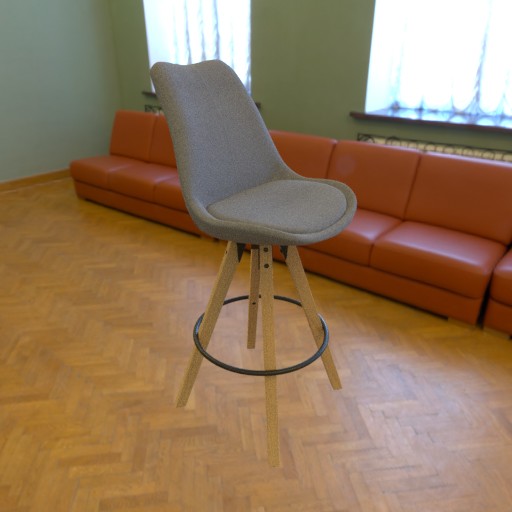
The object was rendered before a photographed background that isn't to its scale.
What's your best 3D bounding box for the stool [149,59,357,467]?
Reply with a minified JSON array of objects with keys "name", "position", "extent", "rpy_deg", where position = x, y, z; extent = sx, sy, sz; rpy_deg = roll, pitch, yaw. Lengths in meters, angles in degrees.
[{"name":"stool","position":[0.000,0.000,1.393],"extent":[0.550,1.115,0.485],"rpy_deg":[18,31,33]}]
